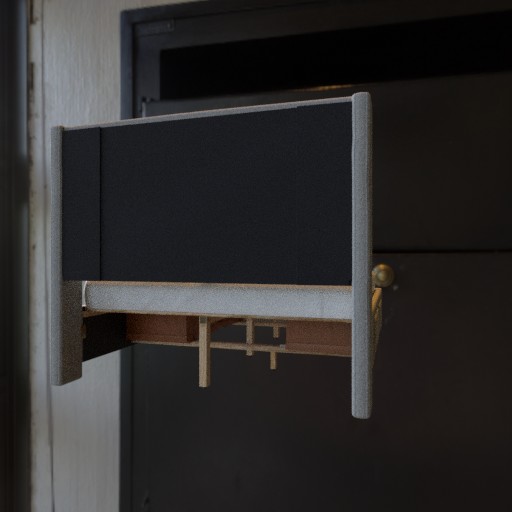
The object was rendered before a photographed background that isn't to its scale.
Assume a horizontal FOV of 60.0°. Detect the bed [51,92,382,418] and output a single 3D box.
[{"bbox_3d":[0.000,0.000,3.318,1.774,1.491,2.222,0,0,17],"label":"bed"}]
